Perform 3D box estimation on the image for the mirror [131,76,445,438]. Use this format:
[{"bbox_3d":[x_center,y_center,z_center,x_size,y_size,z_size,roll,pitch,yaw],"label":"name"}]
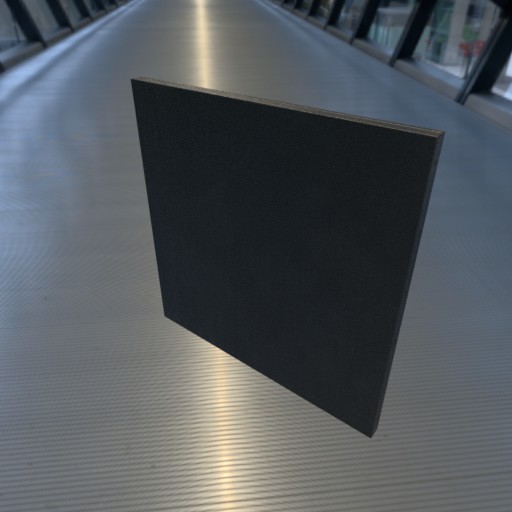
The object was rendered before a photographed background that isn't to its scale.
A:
[{"bbox_3d":[0.000,0.000,0.558,0.382,0.381,0.020,23,39,32],"label":"mirror"}]
